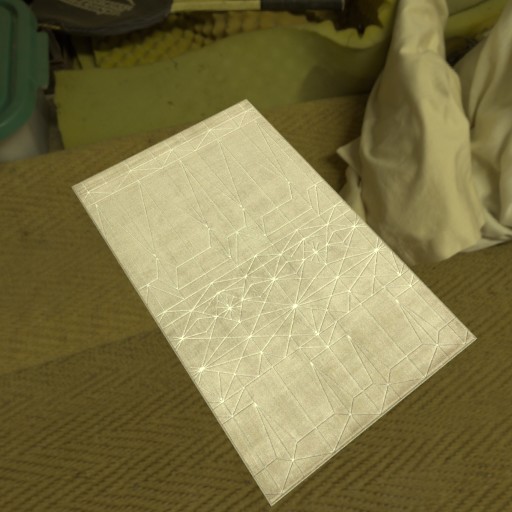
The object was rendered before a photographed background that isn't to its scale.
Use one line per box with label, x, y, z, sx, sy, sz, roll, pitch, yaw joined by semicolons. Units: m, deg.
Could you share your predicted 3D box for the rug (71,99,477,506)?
rug;0.000;0.000;2.919;1.524;0.012;2.438;-32;67;-16
